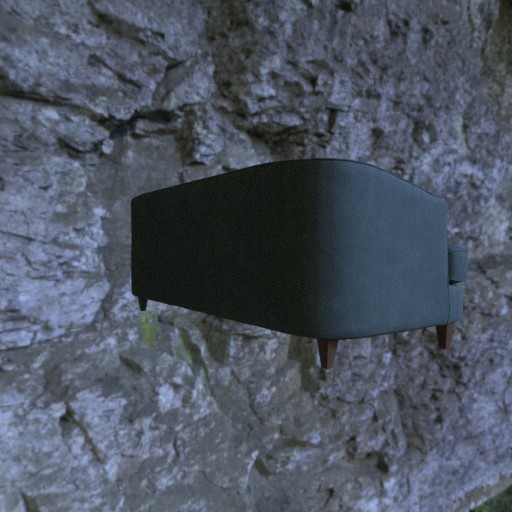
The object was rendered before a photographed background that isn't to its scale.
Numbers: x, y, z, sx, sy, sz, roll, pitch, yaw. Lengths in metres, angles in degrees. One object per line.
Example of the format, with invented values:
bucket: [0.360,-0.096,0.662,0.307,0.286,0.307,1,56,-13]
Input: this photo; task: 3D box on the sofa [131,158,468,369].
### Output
sofa: [0.000,0.000,2.762,0.941,0.855,2.278,-1,2,-36]
